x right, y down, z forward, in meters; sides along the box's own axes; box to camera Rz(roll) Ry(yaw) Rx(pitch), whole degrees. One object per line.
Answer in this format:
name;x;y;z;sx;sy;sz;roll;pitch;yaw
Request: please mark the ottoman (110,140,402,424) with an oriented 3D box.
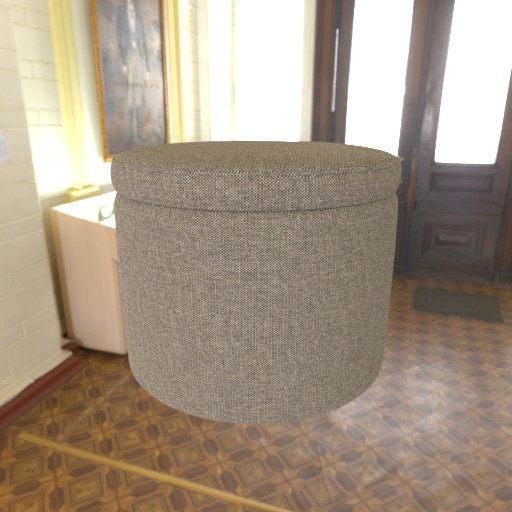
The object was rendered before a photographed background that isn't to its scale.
ottoman;0.000;0.000;0.876;0.520;0.430;0.520;0;18;0
